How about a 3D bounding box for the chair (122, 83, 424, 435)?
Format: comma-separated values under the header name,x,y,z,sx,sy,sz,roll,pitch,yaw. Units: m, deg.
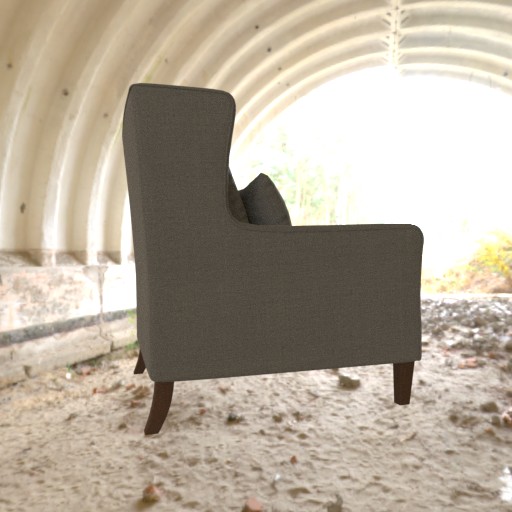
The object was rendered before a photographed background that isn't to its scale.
name,x,y,z,sx,sy,sz,roll,pitch,yaw
chair,0.000,0.000,1.799,1.040,1.056,0.866,0,-1,-18
